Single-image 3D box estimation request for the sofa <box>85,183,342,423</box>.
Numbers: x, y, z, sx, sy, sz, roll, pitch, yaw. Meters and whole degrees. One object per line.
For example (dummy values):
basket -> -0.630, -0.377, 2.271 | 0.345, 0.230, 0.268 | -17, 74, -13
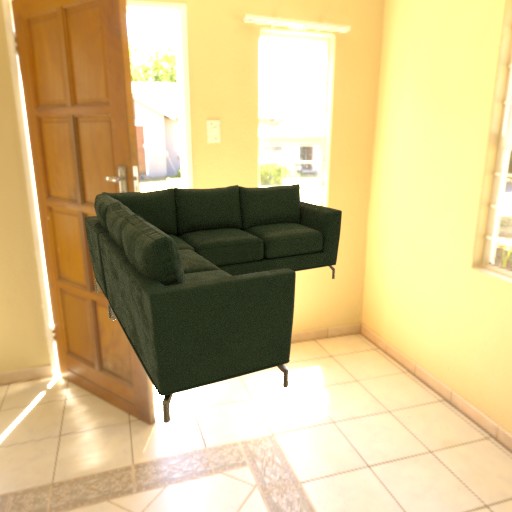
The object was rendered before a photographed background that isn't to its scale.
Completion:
sofa -> 0.000, 0.000, 3.809 | 2.452, 1.004, 2.468 | -8, 17, -26
